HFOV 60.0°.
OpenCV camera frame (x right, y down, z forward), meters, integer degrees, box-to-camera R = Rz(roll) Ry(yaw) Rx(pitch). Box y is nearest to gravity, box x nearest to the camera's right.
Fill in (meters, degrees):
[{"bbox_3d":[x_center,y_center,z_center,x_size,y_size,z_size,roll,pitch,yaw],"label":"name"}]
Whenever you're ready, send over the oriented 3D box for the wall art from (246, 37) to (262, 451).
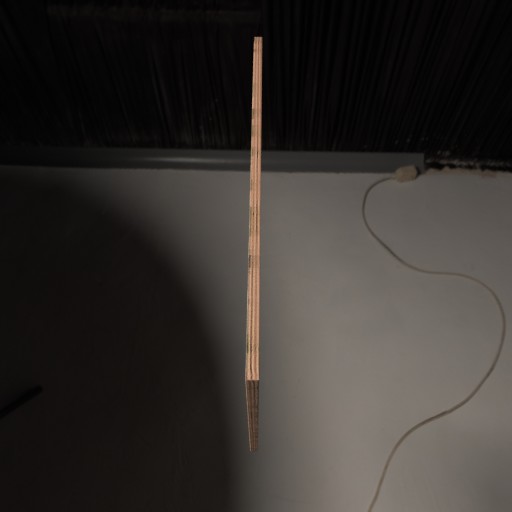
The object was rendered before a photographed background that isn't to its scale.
[{"bbox_3d":[0.000,0.000,0.694,0.012,0.408,0.508,1,58,0],"label":"wall art"}]
